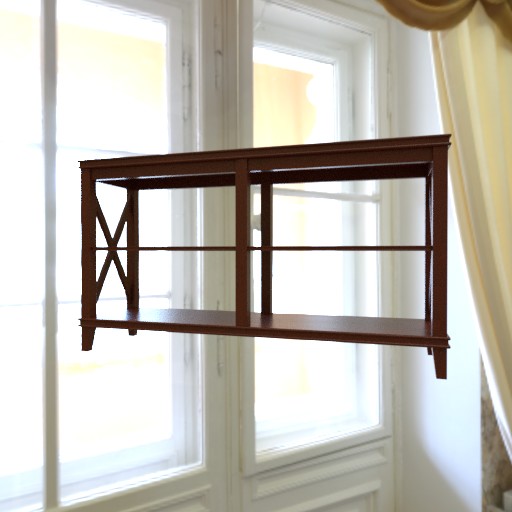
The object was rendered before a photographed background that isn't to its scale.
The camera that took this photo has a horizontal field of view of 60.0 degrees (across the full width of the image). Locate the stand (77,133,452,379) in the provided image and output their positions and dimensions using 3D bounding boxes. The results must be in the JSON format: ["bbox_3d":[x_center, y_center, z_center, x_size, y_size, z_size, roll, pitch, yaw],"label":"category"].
[{"bbox_3d":[0.000,0.000,1.746,1.372,0.762,0.381,0,1,17],"label":"stand"}]
